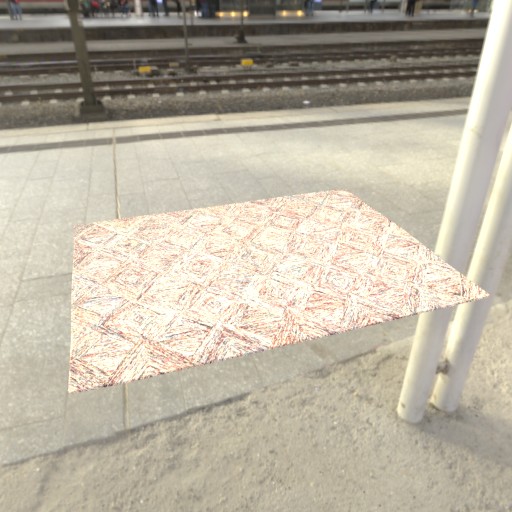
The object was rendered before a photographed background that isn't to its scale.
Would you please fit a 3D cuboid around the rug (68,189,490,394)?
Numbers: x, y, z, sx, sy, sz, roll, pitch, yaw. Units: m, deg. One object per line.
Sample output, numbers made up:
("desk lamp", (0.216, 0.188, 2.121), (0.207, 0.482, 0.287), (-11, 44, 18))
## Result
("rug", (0.000, 0.000, 4.122), (3.226, 0.024, 2.436), (-10, 32, -16))
